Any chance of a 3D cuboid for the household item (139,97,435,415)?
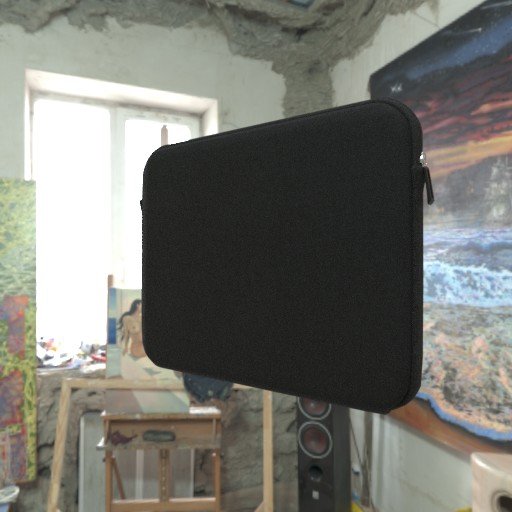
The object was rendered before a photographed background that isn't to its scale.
[{"bbox_3d":[0.000,0.000,0.517,0.396,0.305,0.030,0,0,36],"label":"household item"}]
